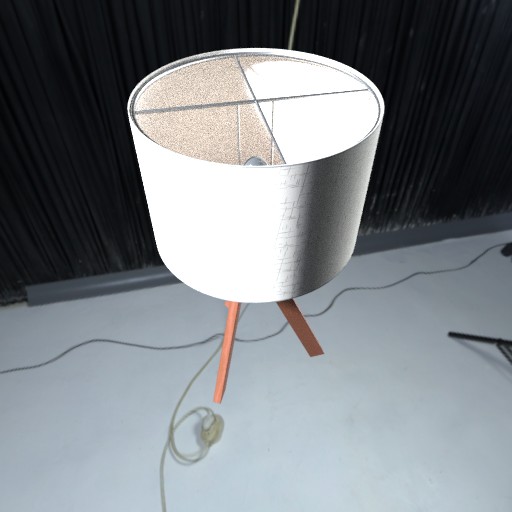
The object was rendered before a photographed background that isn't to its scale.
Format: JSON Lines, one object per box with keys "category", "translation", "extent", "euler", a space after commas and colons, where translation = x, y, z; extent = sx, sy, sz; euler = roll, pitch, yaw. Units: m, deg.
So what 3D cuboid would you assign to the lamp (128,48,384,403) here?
{"category": "lamp", "translation": [0.000, 0.000, 0.912], "extent": [0.380, 0.686, 0.380], "euler": [-9, 46, -8]}
